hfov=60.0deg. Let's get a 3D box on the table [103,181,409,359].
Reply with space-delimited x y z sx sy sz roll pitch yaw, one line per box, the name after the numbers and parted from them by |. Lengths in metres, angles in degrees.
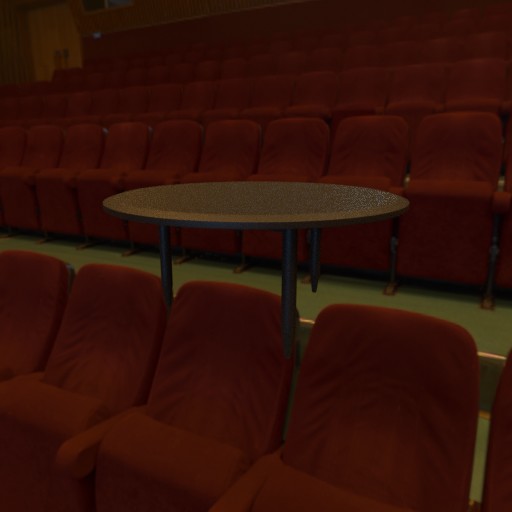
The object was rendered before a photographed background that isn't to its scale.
0.000 0.000 1.418 0.900 0.400 0.900 0 14 0 | table
